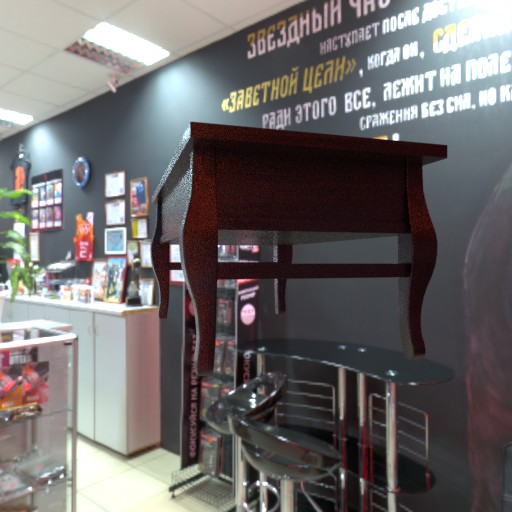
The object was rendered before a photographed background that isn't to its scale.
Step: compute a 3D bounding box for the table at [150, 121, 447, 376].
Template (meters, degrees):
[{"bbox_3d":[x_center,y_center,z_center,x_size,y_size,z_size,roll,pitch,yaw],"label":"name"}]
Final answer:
[{"bbox_3d":[0.000,0.000,1.423,0.600,0.494,1.062,0,-1,-17],"label":"table"}]
